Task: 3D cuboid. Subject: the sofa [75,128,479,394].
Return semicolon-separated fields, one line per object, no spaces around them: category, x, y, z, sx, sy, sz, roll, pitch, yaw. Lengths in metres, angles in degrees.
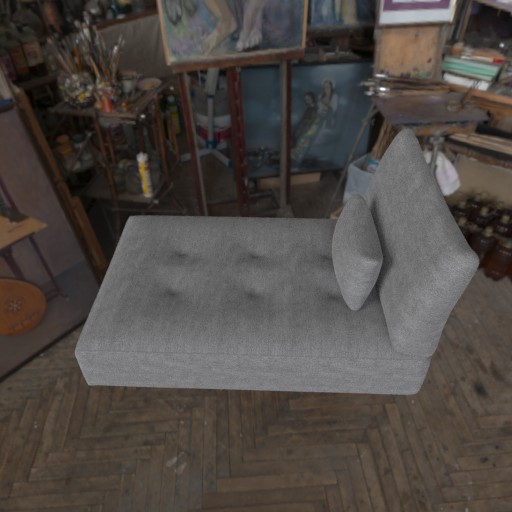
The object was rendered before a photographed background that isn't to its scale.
sofa;0.000;0.000;1.982;1.450;0.820;0.930;1;42;1
